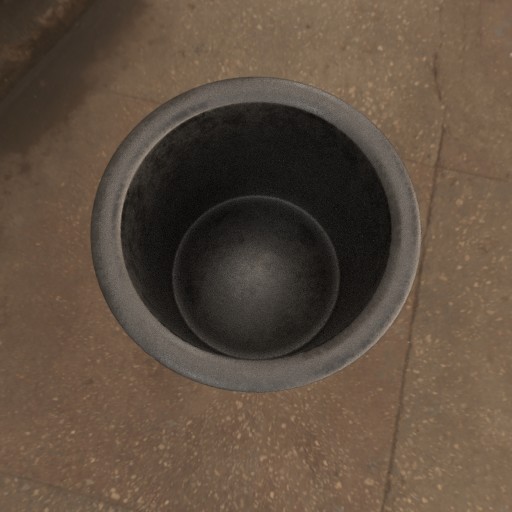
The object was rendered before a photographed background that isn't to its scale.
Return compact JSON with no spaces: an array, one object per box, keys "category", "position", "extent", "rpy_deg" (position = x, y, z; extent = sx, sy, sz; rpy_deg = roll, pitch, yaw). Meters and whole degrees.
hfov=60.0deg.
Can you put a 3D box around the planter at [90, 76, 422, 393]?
[{"category":"planter","position":[0.000,0.000,0.218],"extent":[0.125,0.112,0.125],"rpy_deg":[0,76,0]}]
